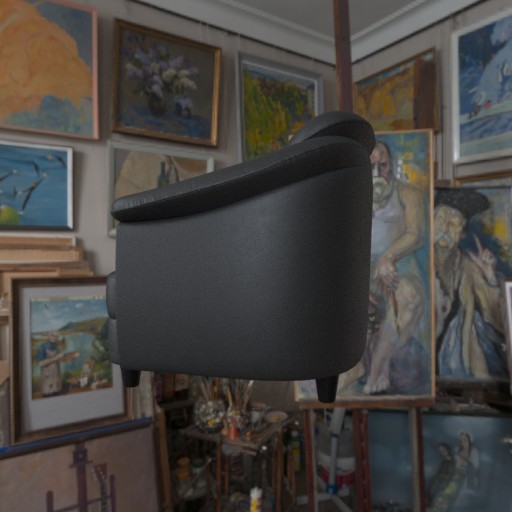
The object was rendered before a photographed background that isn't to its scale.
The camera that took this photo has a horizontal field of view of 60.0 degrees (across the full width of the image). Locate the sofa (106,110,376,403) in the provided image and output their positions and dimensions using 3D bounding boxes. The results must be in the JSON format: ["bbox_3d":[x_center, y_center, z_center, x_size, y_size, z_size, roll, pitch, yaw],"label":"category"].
[{"bbox_3d":[0.000,0.000,1.532,0.794,0.811,0.870,0,0,18],"label":"sofa"}]
